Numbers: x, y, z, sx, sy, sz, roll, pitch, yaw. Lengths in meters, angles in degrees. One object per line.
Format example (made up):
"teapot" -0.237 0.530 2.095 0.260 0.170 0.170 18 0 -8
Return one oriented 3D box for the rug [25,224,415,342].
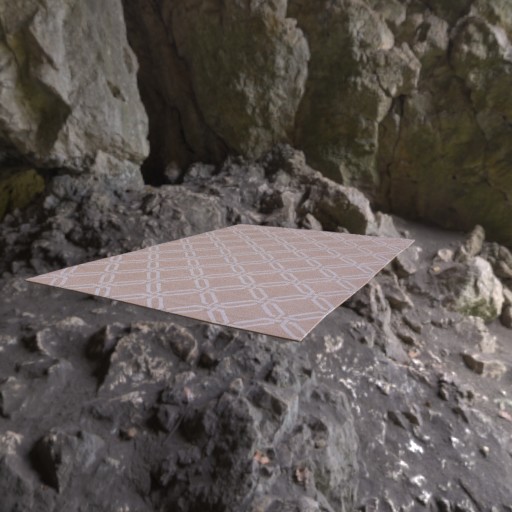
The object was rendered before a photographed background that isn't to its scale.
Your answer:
"rug" 0.000 0.000 4.409 2.452 0.020 3.365 7 15 29
